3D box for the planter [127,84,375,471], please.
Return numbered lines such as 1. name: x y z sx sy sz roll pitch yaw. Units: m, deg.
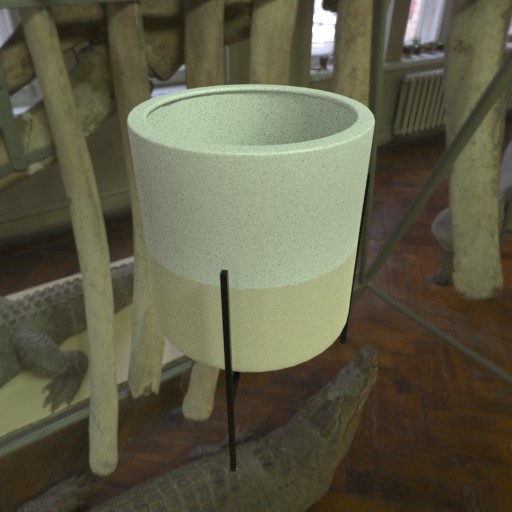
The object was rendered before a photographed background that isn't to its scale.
1. planter: 0.000 0.000 0.544 0.267 0.362 0.263 -20 38 -28
